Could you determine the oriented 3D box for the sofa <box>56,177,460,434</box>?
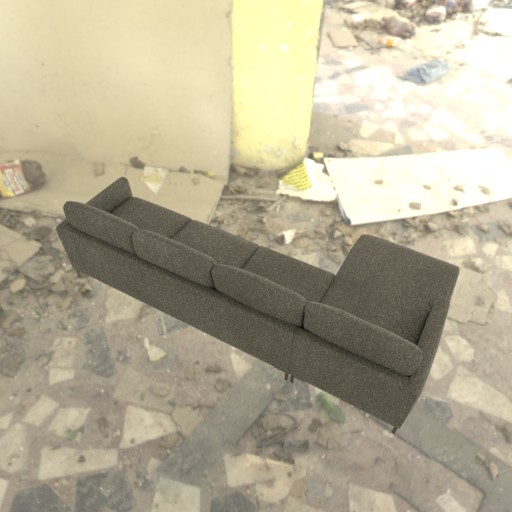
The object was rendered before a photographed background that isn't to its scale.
[{"bbox_3d":[0.000,0.000,3.536,2.932,0.810,1.350,22,50,20],"label":"sofa"}]
